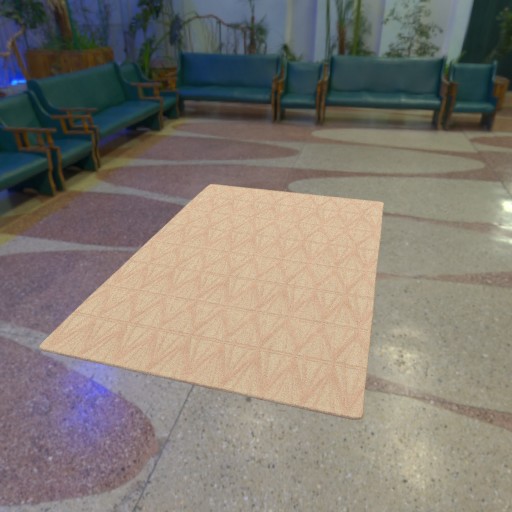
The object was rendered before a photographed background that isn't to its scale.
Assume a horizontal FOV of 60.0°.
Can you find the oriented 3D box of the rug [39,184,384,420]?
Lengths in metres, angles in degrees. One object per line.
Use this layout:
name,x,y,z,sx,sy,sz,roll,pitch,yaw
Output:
rug,0.000,0.000,3.006,1.609,0.015,2.390,8,31,14
